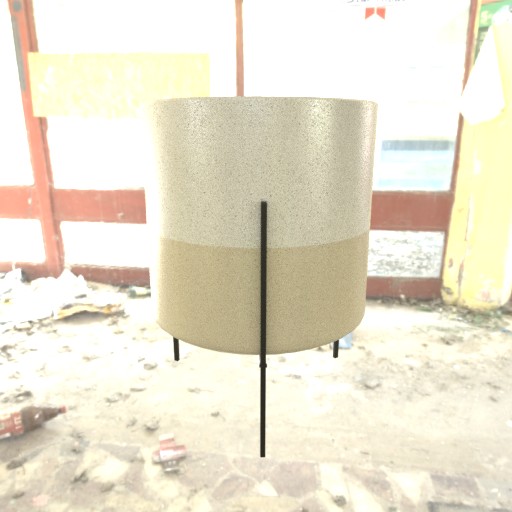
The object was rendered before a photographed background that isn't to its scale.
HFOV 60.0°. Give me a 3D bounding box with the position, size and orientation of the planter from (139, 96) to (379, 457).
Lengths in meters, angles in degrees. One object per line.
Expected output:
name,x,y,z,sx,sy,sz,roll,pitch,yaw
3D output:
planter,0.000,0.000,0.745,0.368,0.484,0.359,8,18,27
